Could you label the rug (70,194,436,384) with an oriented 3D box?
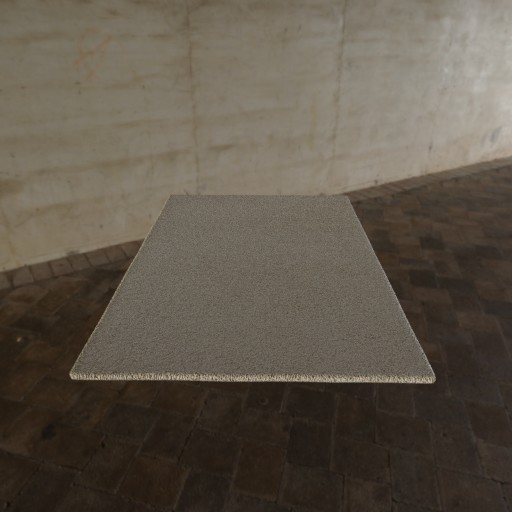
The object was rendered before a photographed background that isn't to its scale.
[{"bbox_3d":[0.000,0.000,2.253,1.219,0.030,1.778,0,27,1],"label":"rug"}]
